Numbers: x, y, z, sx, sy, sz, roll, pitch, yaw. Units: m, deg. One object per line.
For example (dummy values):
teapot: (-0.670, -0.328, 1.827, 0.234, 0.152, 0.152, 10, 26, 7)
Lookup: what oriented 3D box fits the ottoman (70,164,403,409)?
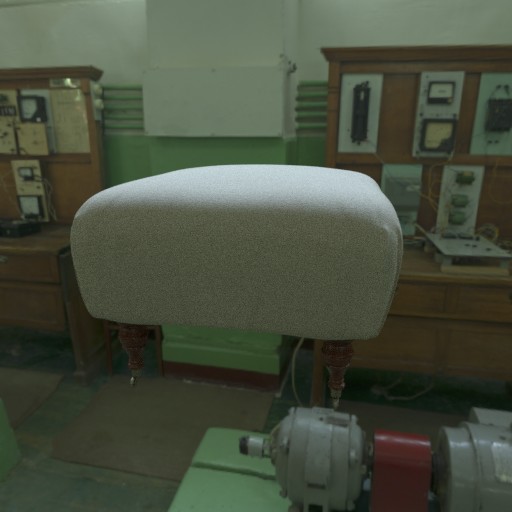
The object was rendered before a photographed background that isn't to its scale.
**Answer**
ottoman: (0.000, 0.000, 1.149, 0.639, 0.450, 0.746, 3, 16, 10)
